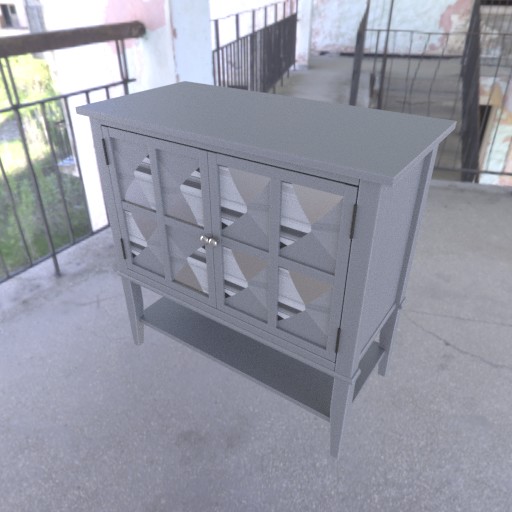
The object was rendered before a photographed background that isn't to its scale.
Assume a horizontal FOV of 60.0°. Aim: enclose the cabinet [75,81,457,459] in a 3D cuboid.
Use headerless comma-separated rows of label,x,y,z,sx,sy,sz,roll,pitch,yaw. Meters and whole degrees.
cabinet,0.000,0.000,1.235,0.801,0.780,0.396,20,37,29
